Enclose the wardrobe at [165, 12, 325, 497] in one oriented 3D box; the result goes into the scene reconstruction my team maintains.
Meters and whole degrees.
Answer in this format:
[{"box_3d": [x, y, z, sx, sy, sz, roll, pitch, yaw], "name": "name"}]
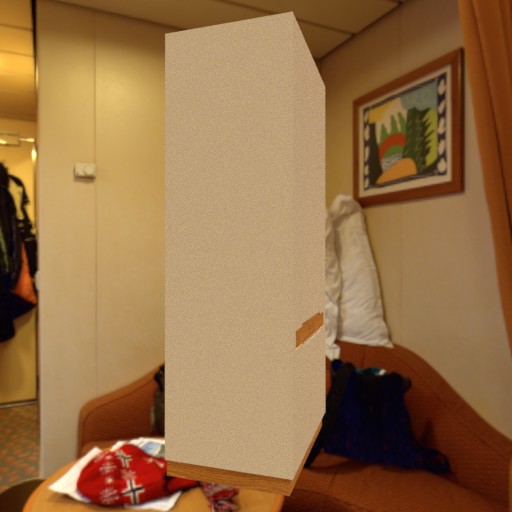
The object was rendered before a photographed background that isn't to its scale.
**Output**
[{"box_3d": [0.000, 0.000, 2.352, 0.600, 2.040, 0.860, 0, 0, 18], "name": "wardrobe"}]
